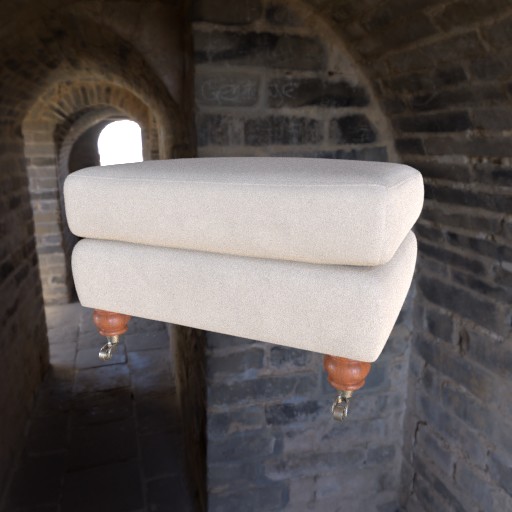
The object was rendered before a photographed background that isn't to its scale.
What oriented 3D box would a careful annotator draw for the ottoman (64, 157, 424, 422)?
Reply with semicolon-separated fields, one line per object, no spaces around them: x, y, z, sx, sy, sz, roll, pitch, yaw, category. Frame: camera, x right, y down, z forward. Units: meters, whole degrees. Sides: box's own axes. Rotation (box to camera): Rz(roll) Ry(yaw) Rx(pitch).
0.000;0.000;1.161;0.773;0.504;0.569;6;15;24;ottoman
